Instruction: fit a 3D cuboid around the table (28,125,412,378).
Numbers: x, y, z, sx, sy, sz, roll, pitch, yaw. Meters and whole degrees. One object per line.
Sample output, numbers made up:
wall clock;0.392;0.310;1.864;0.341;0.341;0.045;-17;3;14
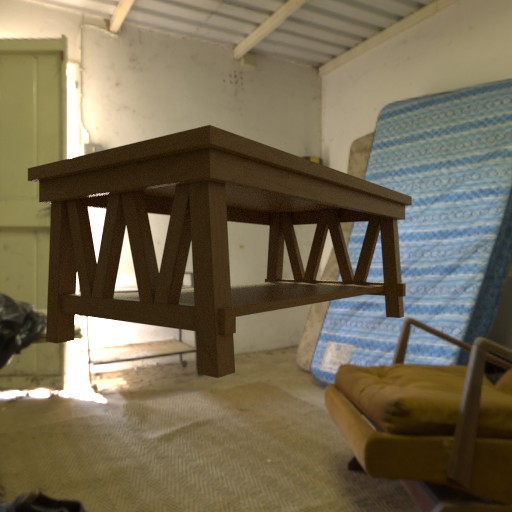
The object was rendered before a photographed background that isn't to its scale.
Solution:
table;0.000;0.000;1.586;0.711;0.507;1.270;0;0;36
